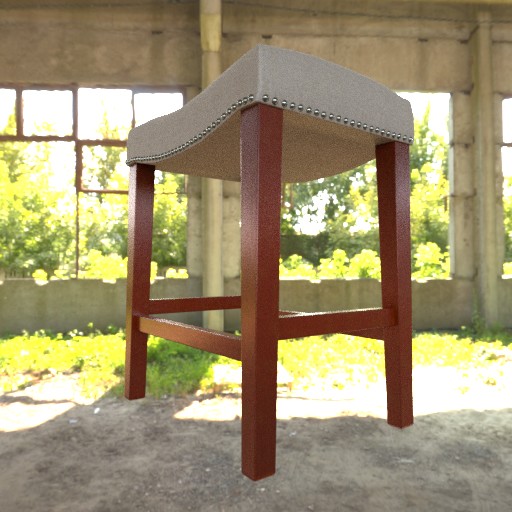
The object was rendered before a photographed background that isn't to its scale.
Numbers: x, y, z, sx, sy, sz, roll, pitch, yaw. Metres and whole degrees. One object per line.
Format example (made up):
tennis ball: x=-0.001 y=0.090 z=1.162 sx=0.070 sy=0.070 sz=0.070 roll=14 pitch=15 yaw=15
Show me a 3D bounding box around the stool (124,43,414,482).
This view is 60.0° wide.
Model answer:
stool: x=0.000 y=0.000 z=0.912 sx=0.375 sy=0.632 sz=0.509 roll=1 pitch=-2 yaw=-37
